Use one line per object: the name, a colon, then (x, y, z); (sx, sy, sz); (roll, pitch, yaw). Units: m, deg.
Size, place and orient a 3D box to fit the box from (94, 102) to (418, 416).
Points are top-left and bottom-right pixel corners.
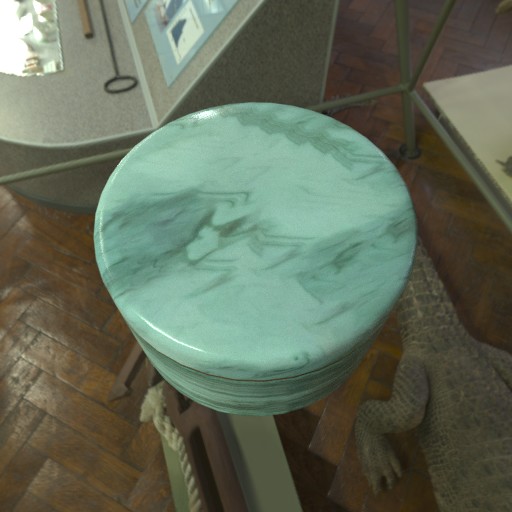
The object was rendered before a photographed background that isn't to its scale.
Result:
box: (0.000, 0.000, 0.163); (0.101, 0.063, 0.101); (0, 58, 0)
